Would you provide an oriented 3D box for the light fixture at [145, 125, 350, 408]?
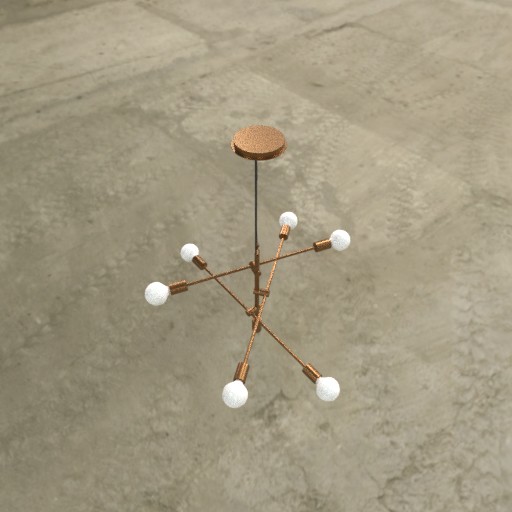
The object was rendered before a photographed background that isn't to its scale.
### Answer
[{"bbox_3d":[0.000,0.000,1.228,0.637,0.744,0.682,-8,47,-8],"label":"light fixture"}]
